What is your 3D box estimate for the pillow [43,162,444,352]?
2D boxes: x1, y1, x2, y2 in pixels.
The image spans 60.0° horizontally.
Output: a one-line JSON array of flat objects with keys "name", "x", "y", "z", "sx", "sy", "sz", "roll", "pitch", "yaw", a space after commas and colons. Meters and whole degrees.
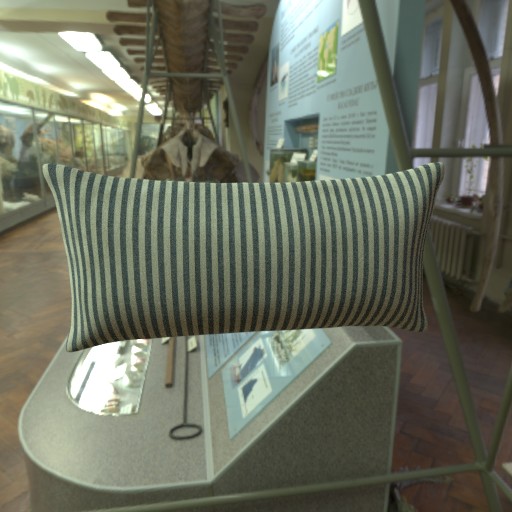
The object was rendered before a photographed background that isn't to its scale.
[{"name": "pillow", "x": 0.000, "y": 0.000, "z": 0.713, "sx": 0.617, "sy": 0.295, "sz": 0.151, "roll": -2, "pitch": 14, "yaw": -8}]
